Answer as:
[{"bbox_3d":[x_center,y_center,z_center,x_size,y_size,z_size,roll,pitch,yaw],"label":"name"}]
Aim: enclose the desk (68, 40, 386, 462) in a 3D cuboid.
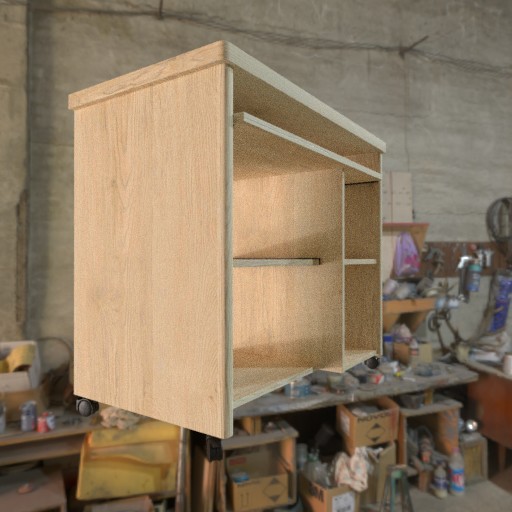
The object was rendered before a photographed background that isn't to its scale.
[{"bbox_3d":[0.000,0.000,1.286,0.480,0.770,0.885,0,0,35],"label":"desk"}]
